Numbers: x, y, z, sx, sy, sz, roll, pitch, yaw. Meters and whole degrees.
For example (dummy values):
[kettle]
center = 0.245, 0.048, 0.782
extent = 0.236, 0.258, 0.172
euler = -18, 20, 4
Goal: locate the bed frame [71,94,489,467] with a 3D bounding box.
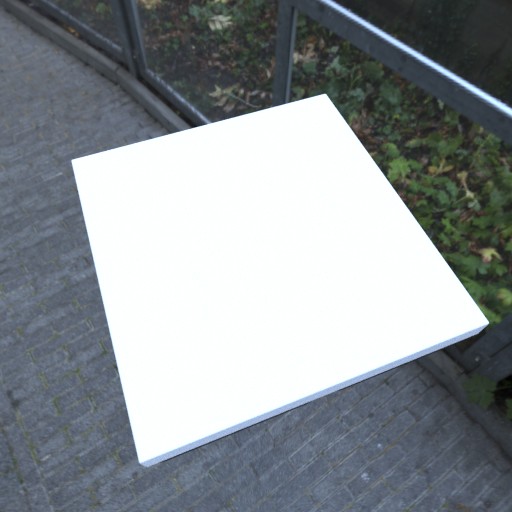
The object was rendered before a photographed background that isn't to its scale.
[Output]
[bed frame]
center = 0.000, 0.000, 2.951
extent = 1.930, 0.559, 2.032
euler = -18, 60, -11
